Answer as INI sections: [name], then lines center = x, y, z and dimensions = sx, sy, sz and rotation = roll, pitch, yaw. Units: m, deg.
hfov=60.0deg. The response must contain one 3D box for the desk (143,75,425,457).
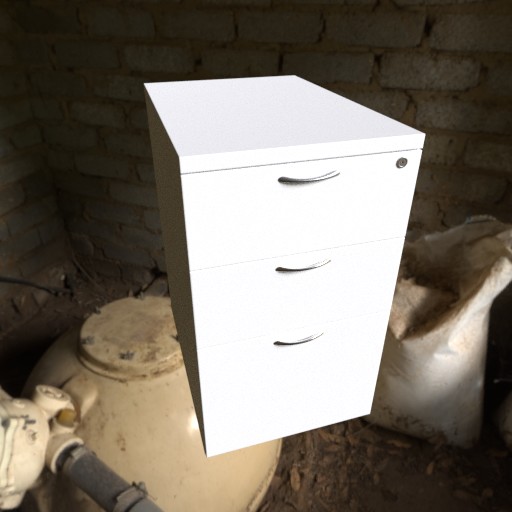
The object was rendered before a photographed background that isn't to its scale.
[desk]
center = 0.000, 0.000, 1.099
dimensions = 0.404, 0.730, 0.600
rotation = -9, 32, -14
